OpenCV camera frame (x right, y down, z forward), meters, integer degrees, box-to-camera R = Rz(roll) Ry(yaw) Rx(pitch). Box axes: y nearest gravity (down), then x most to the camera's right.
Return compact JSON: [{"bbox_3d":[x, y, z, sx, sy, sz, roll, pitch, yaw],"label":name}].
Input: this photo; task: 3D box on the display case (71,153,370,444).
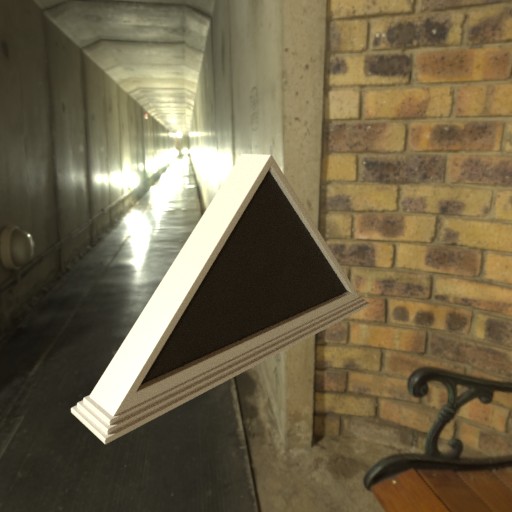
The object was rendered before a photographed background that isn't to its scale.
[{"bbox_3d":[0.000,0.000,0.759,0.095,0.340,0.640,14,21,42],"label":"display case"}]
